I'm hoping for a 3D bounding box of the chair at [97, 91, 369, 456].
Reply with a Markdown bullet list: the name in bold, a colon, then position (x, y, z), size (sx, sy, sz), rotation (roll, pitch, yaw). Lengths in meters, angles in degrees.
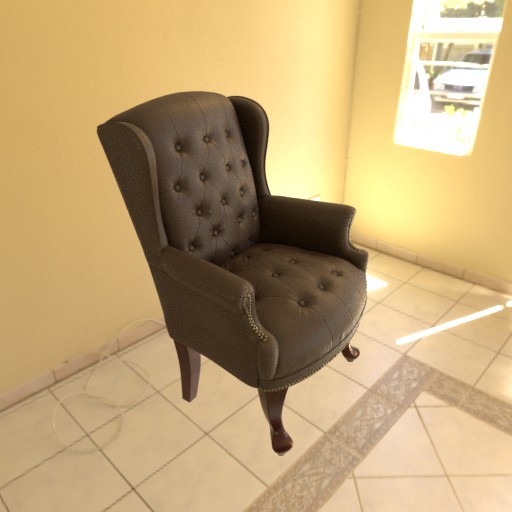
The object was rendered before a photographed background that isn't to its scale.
- **chair**: position (0.000, 0.000, 1.685), size (0.819, 1.132, 0.829), rotation (17, 32, 30)
